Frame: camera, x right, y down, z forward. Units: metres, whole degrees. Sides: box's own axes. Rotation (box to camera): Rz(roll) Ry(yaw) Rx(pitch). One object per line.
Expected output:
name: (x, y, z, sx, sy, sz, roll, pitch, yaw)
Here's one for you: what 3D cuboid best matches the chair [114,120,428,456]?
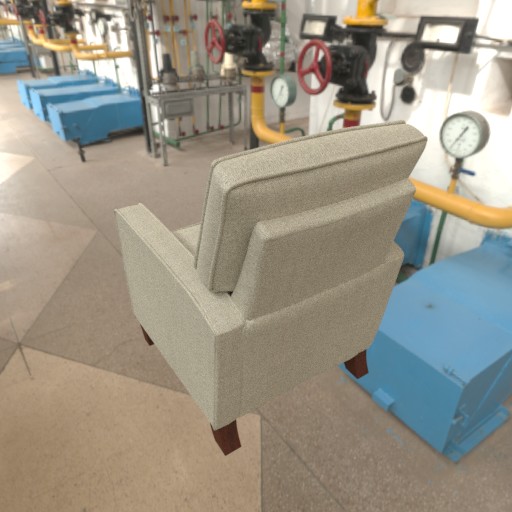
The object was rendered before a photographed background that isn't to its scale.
chair: (0.000, 0.000, 1.400, 0.648, 0.888, 0.754, -19, 35, -29)
